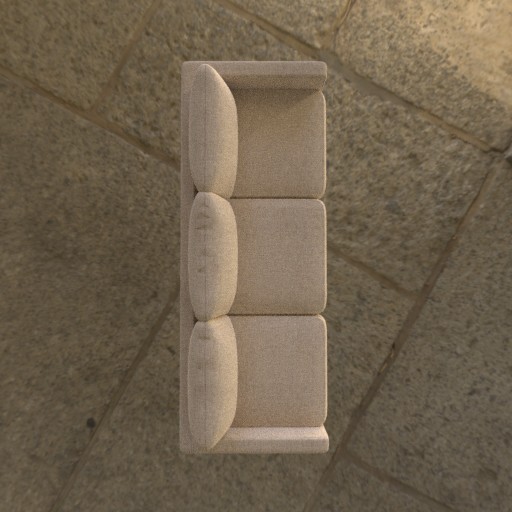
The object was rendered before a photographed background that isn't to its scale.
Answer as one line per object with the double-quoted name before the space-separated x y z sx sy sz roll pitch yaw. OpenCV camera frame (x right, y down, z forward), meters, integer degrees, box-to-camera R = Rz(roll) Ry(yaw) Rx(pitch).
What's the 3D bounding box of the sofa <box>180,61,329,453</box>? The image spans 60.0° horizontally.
"sofa" 0.000 0.000 2.715 0.859 0.874 2.218 0 88 0
